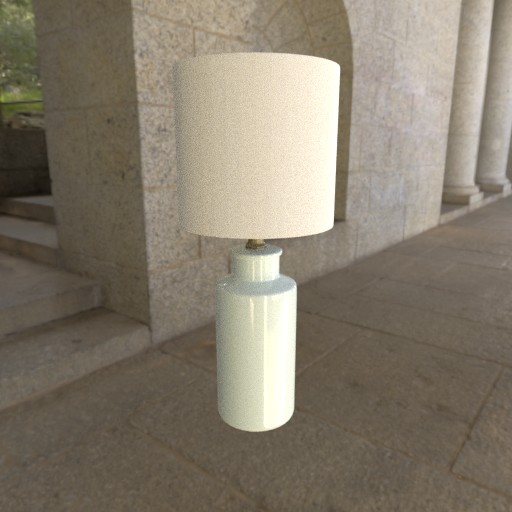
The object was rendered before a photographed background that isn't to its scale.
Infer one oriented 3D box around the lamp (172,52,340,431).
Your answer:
[{"bbox_3d":[0.000,0.000,0.627,0.212,0.493,0.212,2,14,9],"label":"lamp"}]
